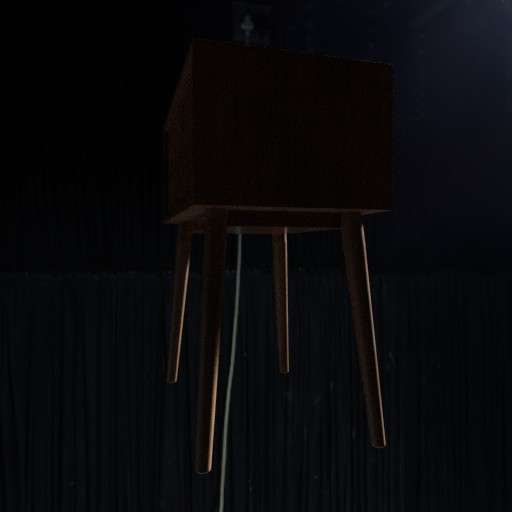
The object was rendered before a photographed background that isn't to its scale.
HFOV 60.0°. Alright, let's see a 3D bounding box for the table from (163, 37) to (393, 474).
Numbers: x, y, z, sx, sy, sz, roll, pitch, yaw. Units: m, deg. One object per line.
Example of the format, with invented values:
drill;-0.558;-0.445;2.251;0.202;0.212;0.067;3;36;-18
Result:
table;0.000;0.000;0.845;0.307;0.580;0.454;0;1;-17
